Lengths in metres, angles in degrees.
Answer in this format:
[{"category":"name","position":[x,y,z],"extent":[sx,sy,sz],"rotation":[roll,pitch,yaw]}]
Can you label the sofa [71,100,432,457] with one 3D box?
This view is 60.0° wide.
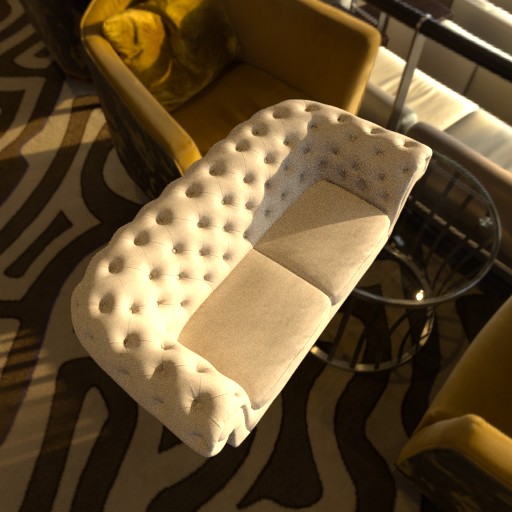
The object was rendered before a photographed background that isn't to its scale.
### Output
[{"category":"sofa","position":[0.000,0.000,2.495],"extent":[1.069,0.835,1.988],"rotation":[32,62,19]}]
